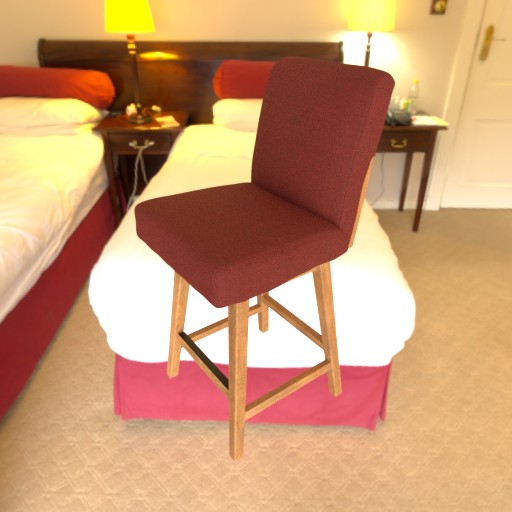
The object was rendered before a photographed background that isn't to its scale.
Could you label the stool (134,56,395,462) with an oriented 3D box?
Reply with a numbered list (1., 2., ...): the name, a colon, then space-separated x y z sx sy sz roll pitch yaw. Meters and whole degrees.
1. stool: 0.000 0.000 1.324 0.562 1.038 0.468 -20 36 -31
